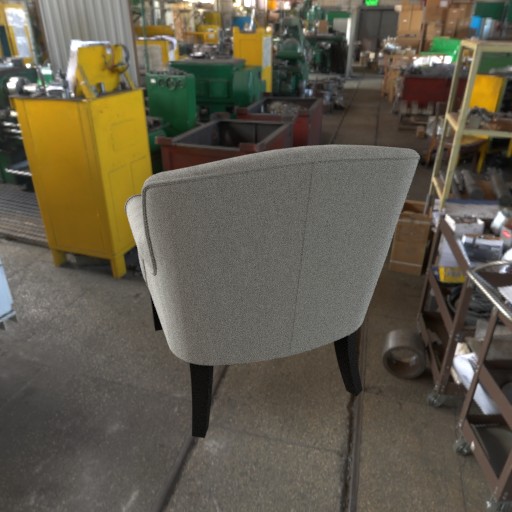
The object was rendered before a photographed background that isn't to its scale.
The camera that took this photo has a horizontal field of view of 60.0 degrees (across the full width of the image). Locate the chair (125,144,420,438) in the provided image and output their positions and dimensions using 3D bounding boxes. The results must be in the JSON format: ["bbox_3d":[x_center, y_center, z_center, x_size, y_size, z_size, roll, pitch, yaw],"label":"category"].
[{"bbox_3d":[0.000,0.000,1.456,0.772,0.880,0.755,-9,29,-17],"label":"chair"}]
